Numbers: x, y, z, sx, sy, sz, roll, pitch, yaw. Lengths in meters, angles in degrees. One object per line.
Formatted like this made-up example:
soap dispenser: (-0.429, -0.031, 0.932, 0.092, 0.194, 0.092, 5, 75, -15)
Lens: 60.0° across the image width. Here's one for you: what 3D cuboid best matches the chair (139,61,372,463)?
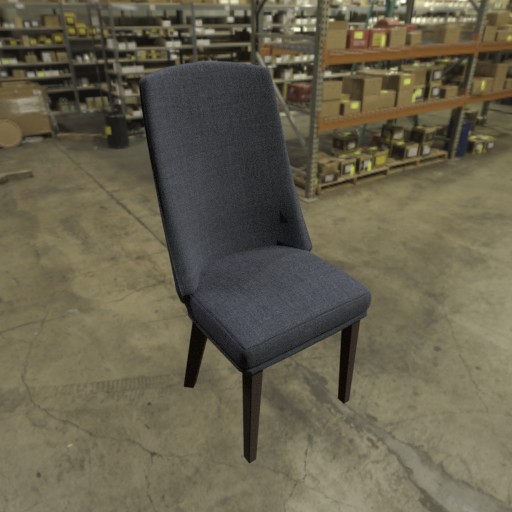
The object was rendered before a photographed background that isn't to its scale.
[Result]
chair: (0.000, 0.000, 1.358, 0.510, 1.050, 0.577, -19, 35, -30)
